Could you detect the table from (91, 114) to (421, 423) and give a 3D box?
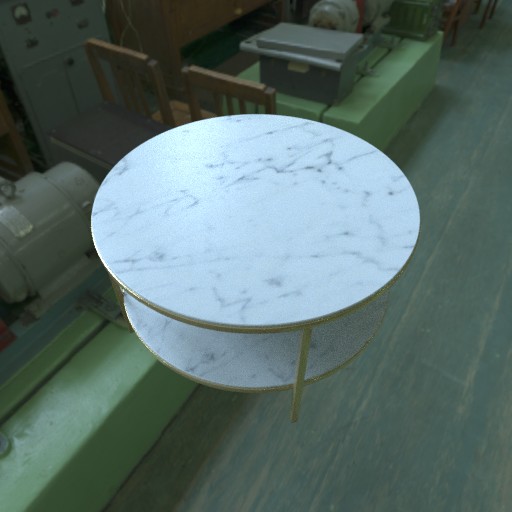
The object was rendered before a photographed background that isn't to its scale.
[{"bbox_3d":[0.000,0.000,1.267,0.800,0.450,0.800,0,46,0],"label":"table"}]
